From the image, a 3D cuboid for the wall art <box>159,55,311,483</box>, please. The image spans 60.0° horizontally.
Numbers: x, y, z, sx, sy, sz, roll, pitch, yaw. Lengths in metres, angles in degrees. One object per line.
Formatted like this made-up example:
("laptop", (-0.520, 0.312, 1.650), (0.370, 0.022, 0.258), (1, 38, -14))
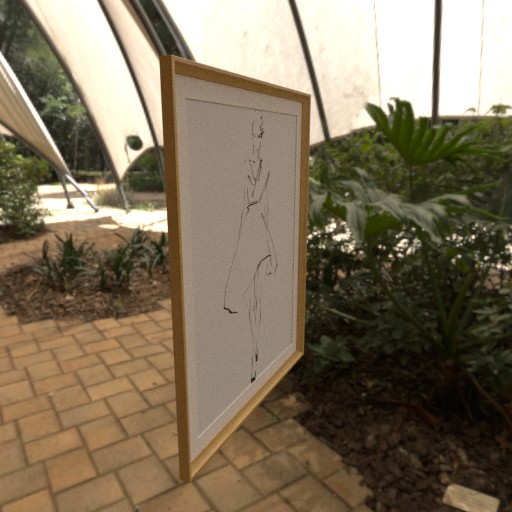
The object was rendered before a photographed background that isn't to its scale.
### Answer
("wall art", (0.000, 0.000, 1.349), (0.030, 1.002, 0.798), (7, 16, 26))
